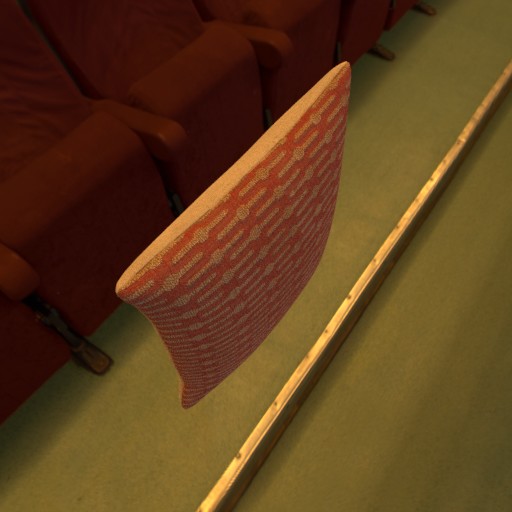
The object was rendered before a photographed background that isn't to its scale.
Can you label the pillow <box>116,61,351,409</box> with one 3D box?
[{"bbox_3d":[0.000,0.000,0.797,0.182,0.503,0.511,32,63,18],"label":"pillow"}]
